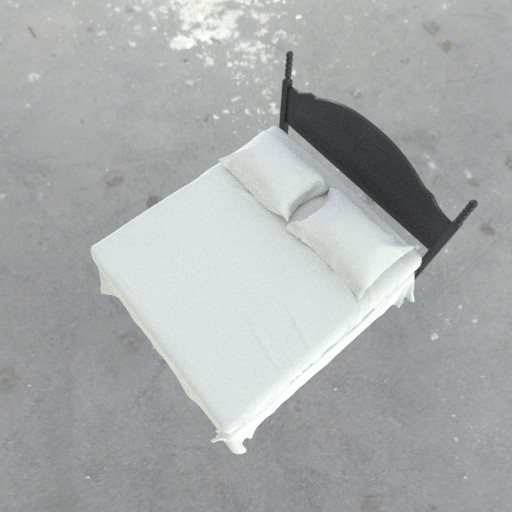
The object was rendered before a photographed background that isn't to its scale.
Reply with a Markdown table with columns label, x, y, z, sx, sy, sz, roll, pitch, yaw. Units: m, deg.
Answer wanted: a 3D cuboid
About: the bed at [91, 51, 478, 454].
| label | x | y | z | sx | sy | sz | roll | pitch | yaw |
| --- | --- | --- | --- | --- | --- | --- | --- | --- | --- |
| bed | 0.000 | 0.000 | 3.157 | 2.040 | 1.356 | 1.873 | -37 | 70 | -16 |
